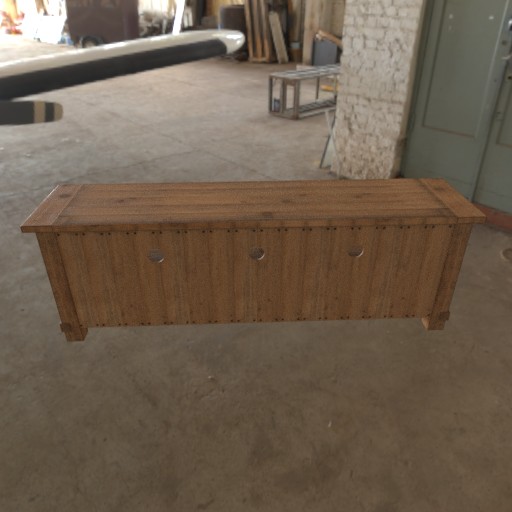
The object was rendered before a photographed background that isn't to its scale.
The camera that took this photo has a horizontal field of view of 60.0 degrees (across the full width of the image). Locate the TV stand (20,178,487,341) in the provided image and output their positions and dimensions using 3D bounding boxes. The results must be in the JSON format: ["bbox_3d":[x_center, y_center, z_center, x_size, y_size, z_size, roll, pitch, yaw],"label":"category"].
[{"bbox_3d":[0.000,0.000,2.044,1.804,0.573,0.453,-1,30,-2],"label":"TV stand"}]
